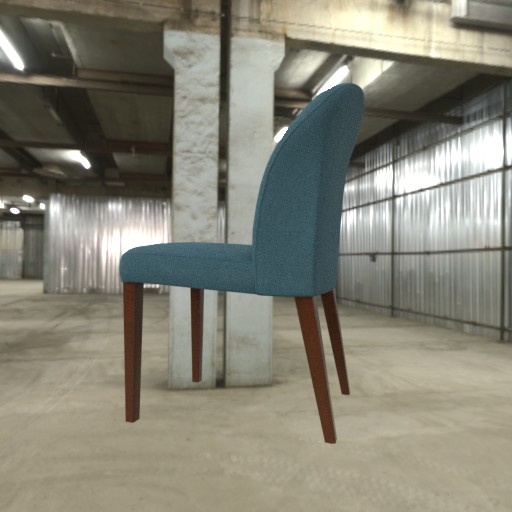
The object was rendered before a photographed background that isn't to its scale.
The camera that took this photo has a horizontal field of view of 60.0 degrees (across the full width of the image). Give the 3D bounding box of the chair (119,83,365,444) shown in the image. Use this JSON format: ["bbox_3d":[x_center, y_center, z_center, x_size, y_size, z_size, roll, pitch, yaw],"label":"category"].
[{"bbox_3d":[0.000,0.000,1.295,0.620,0.879,0.507,0,-1,16],"label":"chair"}]
